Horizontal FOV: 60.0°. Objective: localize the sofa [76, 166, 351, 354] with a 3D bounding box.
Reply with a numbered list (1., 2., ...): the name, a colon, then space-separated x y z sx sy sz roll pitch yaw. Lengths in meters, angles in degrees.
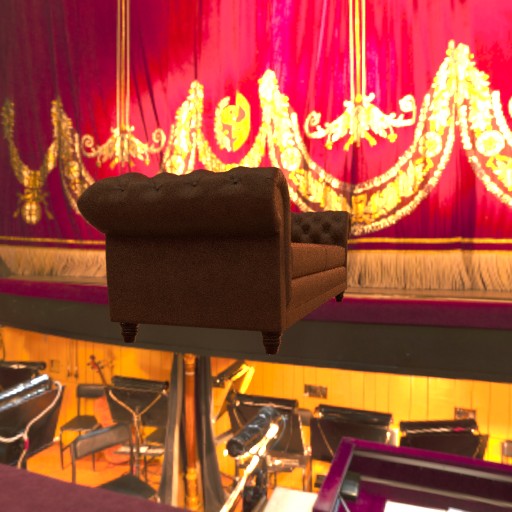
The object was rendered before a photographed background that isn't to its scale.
1. sofa: 0.000 0.000 2.872 0.944 0.783 2.385 0 1 19
